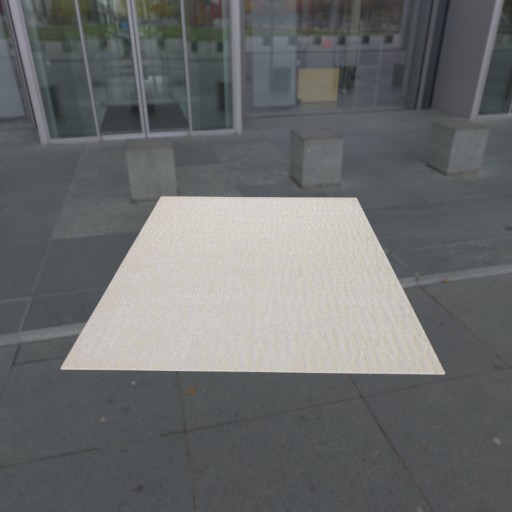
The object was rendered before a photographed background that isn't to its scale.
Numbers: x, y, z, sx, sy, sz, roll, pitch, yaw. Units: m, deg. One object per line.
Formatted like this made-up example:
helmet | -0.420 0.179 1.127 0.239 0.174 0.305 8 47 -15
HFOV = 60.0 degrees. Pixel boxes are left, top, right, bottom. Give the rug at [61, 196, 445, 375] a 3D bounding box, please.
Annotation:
rug | 0.000 0.000 4.112 2.410 0.021 3.055 1 28 1
